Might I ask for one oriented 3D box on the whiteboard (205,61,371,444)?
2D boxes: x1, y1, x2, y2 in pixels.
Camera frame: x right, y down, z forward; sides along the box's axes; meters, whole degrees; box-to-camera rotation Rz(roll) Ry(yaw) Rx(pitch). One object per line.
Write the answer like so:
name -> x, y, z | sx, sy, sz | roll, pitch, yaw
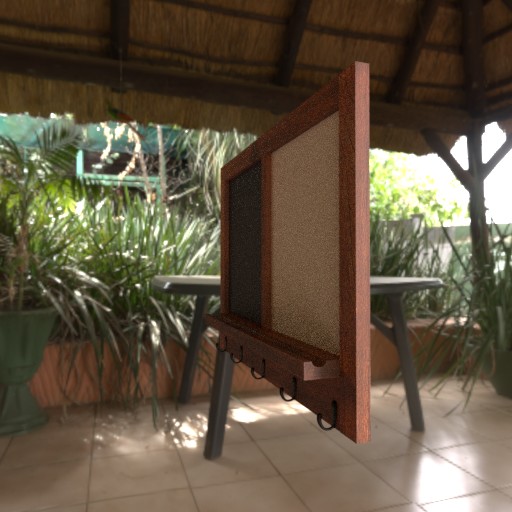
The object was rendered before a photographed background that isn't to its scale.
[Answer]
whiteboard -> 0.000, 0.000, 0.994 | 0.083, 0.553, 0.768 | 0, -1, -19
